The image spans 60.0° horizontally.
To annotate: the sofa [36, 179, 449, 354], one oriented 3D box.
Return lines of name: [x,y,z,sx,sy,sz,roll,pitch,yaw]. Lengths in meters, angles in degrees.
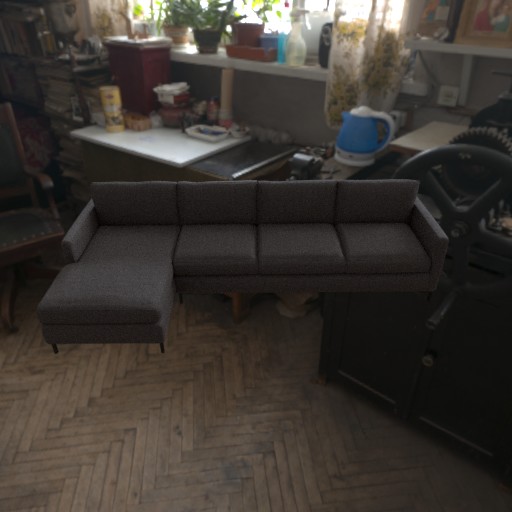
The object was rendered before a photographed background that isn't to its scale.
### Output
sofa: [0.000,0.000,3.225,2.731,0.754,1.258,-1,33,-1]
